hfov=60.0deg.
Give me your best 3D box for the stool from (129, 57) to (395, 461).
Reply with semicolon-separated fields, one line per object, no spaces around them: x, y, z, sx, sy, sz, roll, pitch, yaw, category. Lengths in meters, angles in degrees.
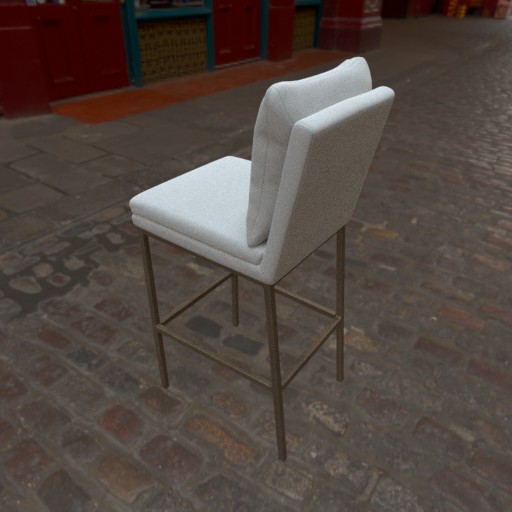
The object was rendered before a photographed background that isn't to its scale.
0.000;0.000;1.379;0.572;1.125;0.463;21;38;30;stool
